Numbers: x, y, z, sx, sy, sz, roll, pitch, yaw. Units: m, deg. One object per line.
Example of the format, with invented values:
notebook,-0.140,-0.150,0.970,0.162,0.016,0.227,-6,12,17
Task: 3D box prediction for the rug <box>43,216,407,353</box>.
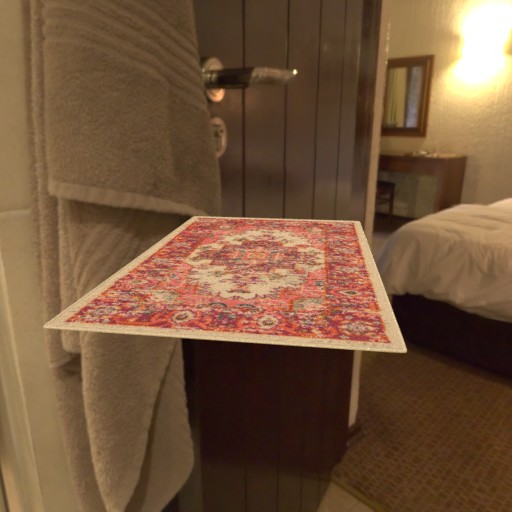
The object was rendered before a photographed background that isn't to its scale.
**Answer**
rug,0.000,0.000,1.069,0.556,0.004,0.868,2,17,8
